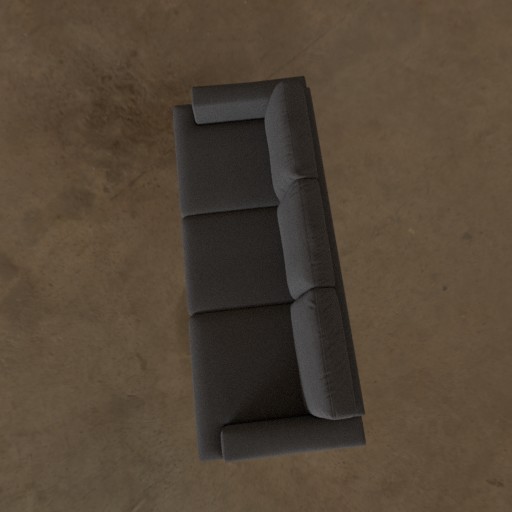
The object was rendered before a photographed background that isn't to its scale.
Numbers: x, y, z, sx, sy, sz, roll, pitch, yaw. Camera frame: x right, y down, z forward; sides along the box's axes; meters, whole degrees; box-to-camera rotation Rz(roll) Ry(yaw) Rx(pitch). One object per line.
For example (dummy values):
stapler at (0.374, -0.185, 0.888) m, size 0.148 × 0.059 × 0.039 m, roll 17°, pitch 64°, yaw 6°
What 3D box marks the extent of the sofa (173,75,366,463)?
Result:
sofa at (0.000, 0.000, 2.785) m, size 0.920 × 0.810 × 2.310 m, roll -6°, pitch 75°, yaw -2°
